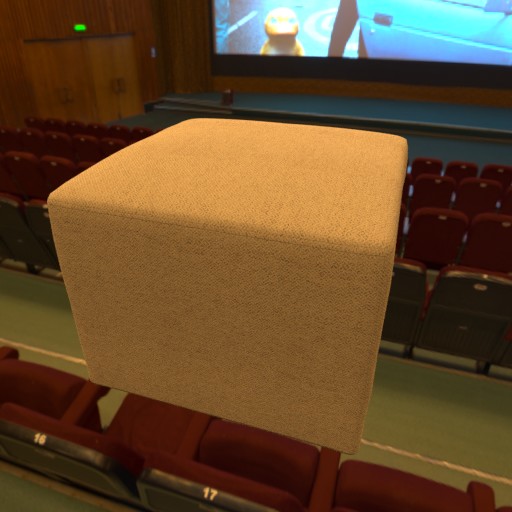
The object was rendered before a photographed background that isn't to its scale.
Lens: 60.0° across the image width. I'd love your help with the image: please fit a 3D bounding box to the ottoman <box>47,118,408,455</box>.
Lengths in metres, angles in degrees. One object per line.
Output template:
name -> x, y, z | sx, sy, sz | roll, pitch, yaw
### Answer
ottoman -> 0.000, 0.000, 0.891 | 0.521, 0.453, 0.512 | 10, 32, 16
